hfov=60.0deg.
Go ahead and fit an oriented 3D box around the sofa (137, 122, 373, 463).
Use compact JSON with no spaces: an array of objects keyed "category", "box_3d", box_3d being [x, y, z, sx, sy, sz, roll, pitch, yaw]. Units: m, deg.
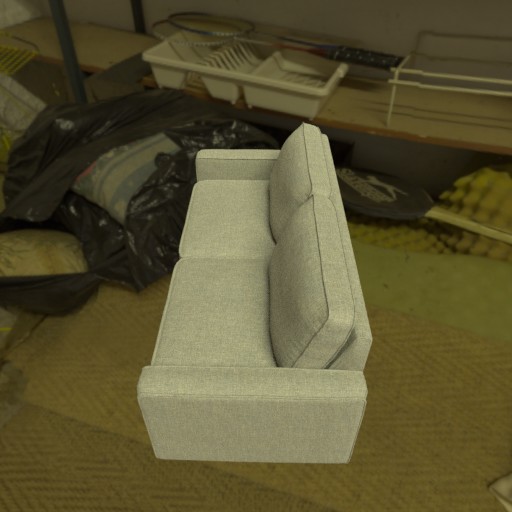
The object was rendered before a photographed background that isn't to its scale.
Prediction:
[{"category":"sofa","box_3d":[0.000,0.000,2.607,0.945,0.918,2.078,1,41,1]}]
